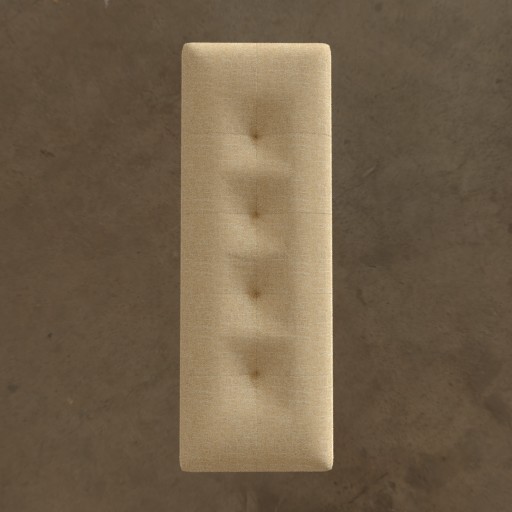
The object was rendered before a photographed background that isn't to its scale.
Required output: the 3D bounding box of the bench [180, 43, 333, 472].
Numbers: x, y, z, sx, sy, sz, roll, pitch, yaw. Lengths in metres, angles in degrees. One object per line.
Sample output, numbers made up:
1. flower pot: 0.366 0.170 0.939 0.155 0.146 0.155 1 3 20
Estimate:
1. bench: 0.000 0.000 1.422 0.432 0.406 1.219 0 88 0
